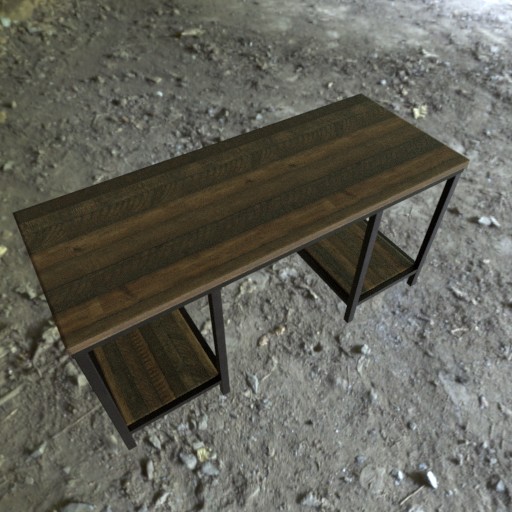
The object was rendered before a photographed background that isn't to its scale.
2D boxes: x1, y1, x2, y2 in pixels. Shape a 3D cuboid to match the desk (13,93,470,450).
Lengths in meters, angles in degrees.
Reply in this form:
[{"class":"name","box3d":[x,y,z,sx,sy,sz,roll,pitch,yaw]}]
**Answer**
[{"class":"desk","box3d":[0.000,0.000,1.861,1.538,0.753,0.617,-25,52,-21]}]
